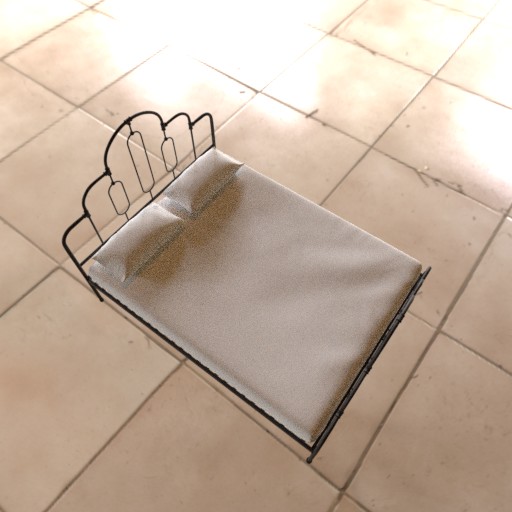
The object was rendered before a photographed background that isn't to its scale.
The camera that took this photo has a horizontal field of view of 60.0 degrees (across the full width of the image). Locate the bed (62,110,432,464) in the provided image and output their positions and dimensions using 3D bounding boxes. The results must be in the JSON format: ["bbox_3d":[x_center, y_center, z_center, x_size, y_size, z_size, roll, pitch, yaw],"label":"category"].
[{"bbox_3d":[0.000,0.000,3.221,2.163,1.429,1.640,32,63,18],"label":"bed"}]
